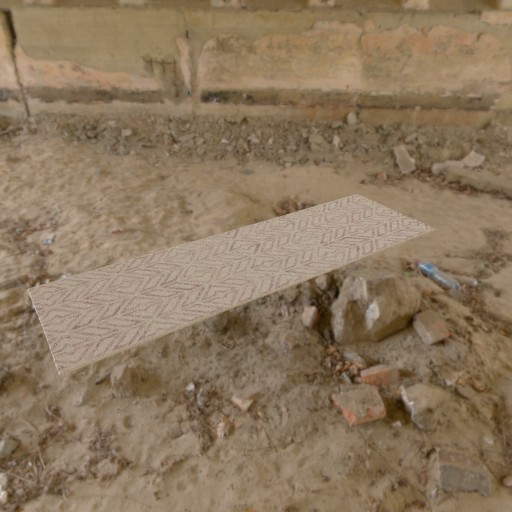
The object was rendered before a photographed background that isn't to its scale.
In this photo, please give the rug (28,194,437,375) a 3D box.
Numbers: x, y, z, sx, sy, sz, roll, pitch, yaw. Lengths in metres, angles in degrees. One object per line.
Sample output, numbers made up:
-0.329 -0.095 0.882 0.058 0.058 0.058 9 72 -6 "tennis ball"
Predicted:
0.000 0.000 2.680 2.435 0.009 0.750 -18 35 -28 "rug"
